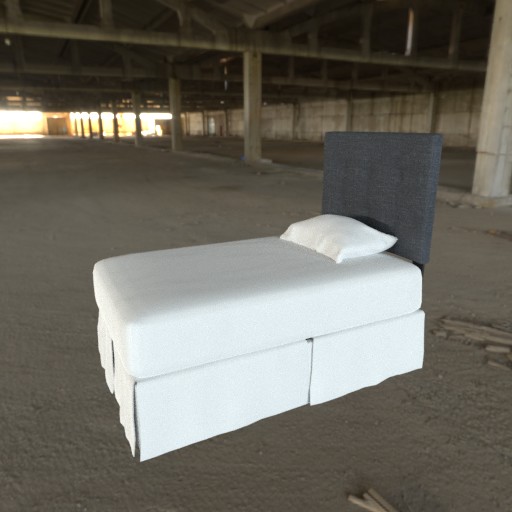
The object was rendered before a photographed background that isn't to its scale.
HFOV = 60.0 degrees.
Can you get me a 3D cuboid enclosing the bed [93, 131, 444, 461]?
[{"bbox_3d":[0.000,0.000,2.935,1.997,1.571,1.261,-8,18,-26],"label":"bed"}]
